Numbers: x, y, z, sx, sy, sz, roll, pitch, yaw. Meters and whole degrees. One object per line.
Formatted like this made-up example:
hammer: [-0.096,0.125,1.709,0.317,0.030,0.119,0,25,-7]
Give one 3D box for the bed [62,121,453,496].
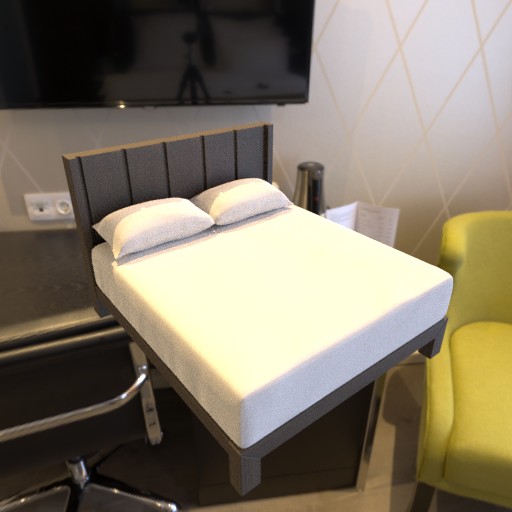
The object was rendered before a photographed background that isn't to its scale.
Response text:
bed: [0.000,0.000,3.032,1.735,1.261,1.992,-20,34,-33]
